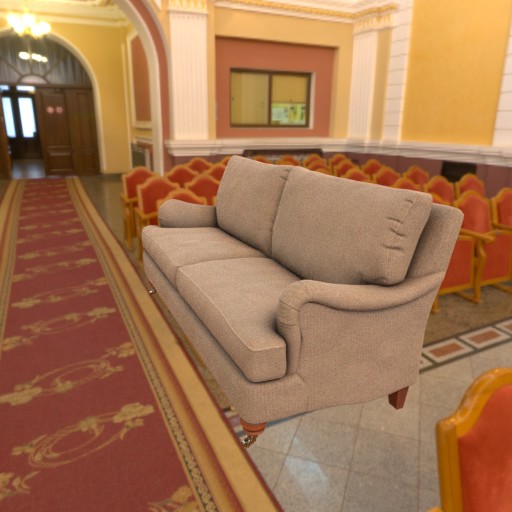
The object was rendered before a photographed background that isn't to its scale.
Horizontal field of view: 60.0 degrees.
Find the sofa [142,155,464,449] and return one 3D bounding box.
[{"bbox_3d":[0.000,0.000,2.788,1.069,1.096,2.193,-8,19,-24],"label":"sofa"}]
